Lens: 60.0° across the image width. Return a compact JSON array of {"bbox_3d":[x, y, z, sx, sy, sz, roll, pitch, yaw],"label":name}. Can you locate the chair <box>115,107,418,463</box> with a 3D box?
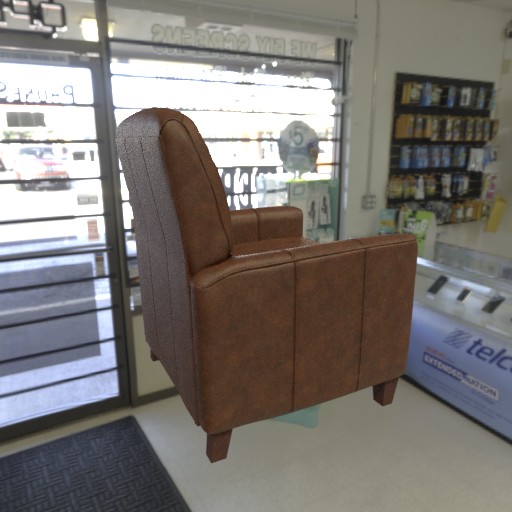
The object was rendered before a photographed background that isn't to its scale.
[{"bbox_3d":[0.000,0.000,1.636,0.850,1.010,0.839,-7,16,-26],"label":"chair"}]
